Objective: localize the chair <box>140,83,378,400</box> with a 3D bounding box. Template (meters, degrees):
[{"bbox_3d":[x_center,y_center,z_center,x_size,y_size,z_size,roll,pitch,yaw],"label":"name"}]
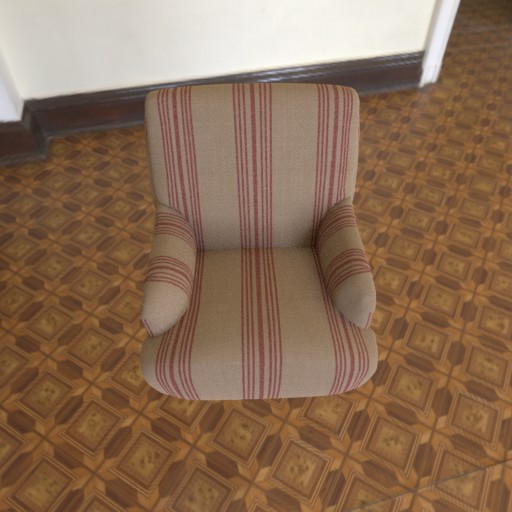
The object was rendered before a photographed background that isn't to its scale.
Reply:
[{"bbox_3d":[0.000,0.000,1.906,0.933,1.123,1.058,-2,47,-2],"label":"chair"}]
